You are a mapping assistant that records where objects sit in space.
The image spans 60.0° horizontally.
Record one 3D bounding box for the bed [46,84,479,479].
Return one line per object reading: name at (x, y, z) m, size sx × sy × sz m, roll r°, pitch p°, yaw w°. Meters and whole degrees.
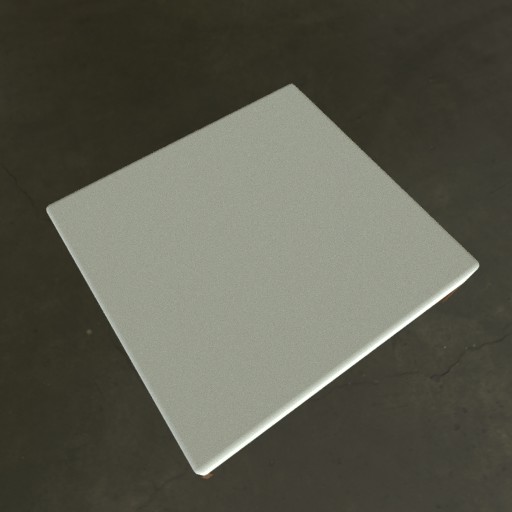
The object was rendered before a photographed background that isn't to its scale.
bed at (0.000, 0.000, 3.067) m, size 2.049 × 0.616 × 1.930 m, roll -32°, pitch 67°, yaw -15°
